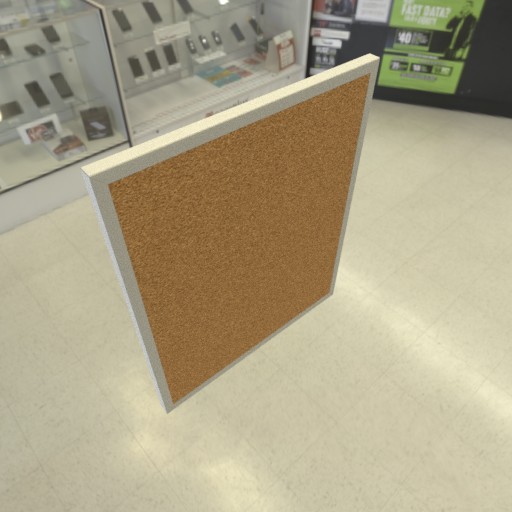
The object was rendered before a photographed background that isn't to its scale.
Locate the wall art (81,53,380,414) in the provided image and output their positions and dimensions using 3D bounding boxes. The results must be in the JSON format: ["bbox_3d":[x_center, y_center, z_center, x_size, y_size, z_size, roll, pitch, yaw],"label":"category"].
[{"bbox_3d":[0.000,0.000,0.732,0.444,0.536,0.020,-31,54,-26],"label":"wall art"}]
